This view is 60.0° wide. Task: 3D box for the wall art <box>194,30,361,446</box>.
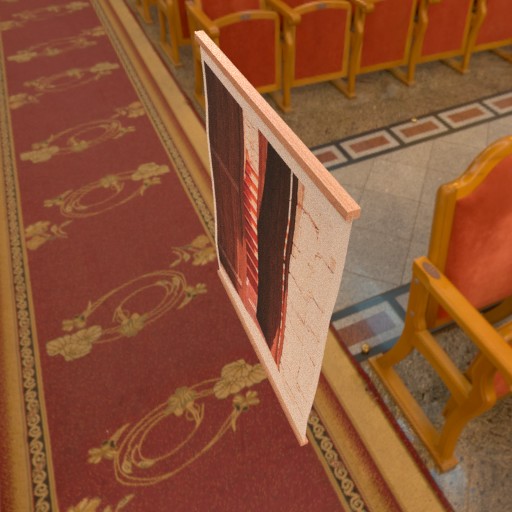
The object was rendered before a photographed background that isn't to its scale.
[{"bbox_3d":[0.000,0.000,0.669,0.013,0.508,0.406,-17,49,-15],"label":"wall art"}]
